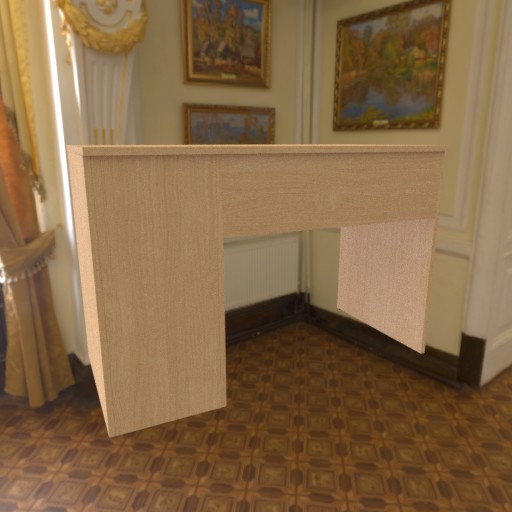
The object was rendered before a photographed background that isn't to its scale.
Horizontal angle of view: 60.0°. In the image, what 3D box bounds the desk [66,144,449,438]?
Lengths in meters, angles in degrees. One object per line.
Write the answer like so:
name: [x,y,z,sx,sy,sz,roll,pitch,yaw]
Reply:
desk: [0.000,0.000,1.516,1.097,0.735,0.560,-7,16,-25]
